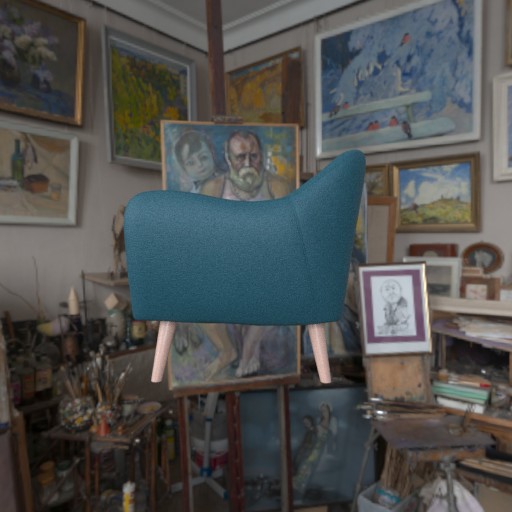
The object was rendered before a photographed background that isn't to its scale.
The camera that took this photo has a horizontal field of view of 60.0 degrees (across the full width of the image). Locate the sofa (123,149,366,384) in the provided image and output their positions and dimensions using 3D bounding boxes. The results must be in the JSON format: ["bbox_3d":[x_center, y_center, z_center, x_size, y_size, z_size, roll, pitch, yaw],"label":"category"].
[{"bbox_3d":[0.000,0.000,2.293,0.820,0.836,1.840,0,2,2],"label":"sofa"}]
